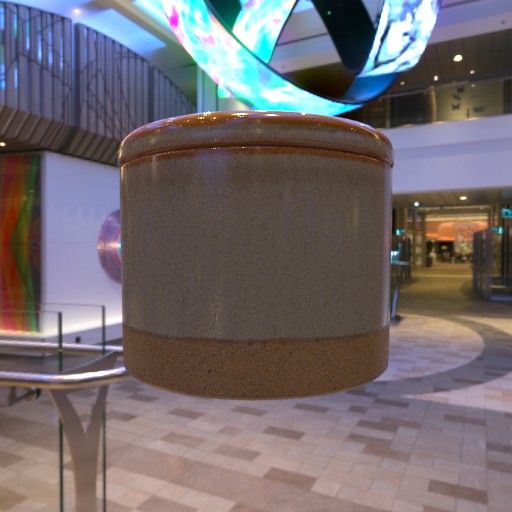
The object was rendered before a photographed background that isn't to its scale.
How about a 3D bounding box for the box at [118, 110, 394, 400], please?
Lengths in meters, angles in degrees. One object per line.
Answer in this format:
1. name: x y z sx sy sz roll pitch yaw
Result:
1. box: 0.000 0.000 0.207 0.123 0.100 0.123 0 1 0
